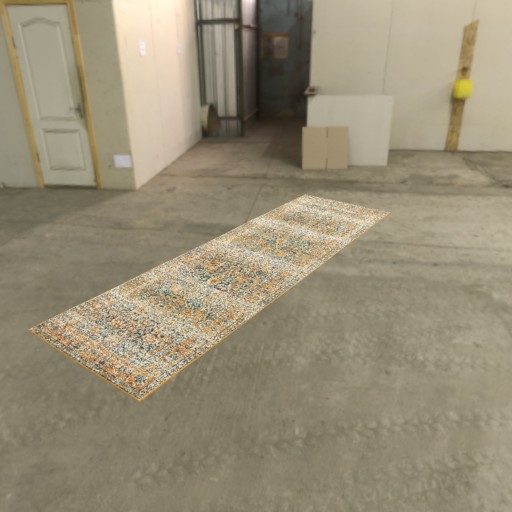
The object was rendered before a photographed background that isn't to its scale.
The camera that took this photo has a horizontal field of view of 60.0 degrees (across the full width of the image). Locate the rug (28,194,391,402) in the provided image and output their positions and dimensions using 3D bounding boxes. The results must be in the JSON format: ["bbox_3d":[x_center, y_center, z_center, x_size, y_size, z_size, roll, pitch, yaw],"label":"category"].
[{"bbox_3d":[0.000,0.000,2.513,0.704,0.014,2.294,18,31,32],"label":"rug"}]
